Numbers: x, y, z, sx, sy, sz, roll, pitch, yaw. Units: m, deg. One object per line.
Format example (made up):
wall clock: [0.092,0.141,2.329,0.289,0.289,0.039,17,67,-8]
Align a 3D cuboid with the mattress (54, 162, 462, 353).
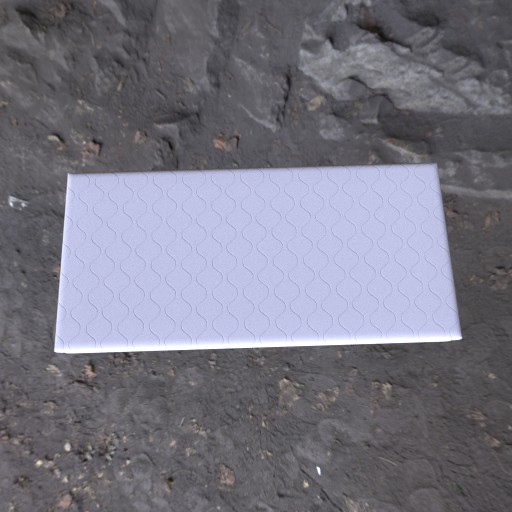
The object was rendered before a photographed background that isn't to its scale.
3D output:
mattress: [0.000,0.000,2.241,1.900,0.200,0.900,-2,76,0]
